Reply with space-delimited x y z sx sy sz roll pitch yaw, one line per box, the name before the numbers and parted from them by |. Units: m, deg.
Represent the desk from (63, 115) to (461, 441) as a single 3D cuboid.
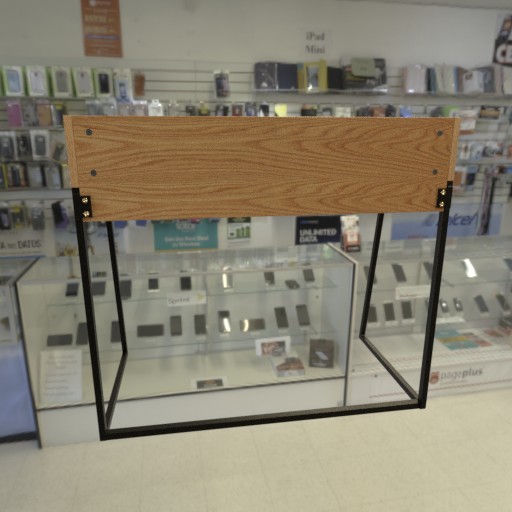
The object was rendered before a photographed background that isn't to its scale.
desk | 0.000 0.000 1.805 1.191 1.061 0.769 -2 16 -9
